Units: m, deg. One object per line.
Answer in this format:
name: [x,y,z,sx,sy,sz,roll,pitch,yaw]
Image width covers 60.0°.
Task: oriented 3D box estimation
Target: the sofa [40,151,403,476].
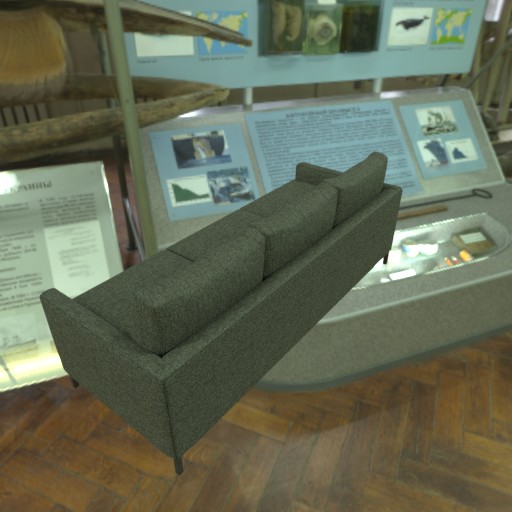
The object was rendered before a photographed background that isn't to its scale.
sofa: [0.000,0.000,2.664,0.876,0.879,2.253,23,38,31]
